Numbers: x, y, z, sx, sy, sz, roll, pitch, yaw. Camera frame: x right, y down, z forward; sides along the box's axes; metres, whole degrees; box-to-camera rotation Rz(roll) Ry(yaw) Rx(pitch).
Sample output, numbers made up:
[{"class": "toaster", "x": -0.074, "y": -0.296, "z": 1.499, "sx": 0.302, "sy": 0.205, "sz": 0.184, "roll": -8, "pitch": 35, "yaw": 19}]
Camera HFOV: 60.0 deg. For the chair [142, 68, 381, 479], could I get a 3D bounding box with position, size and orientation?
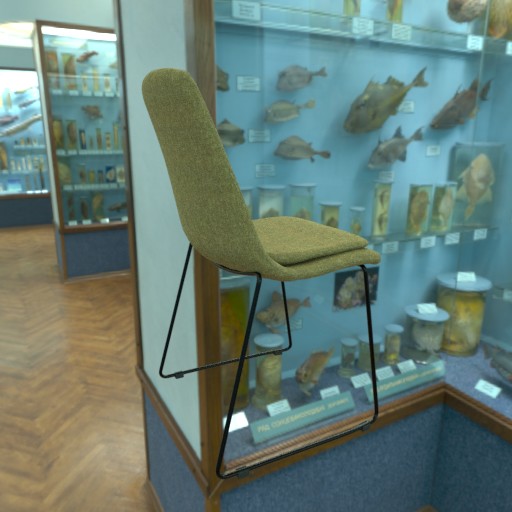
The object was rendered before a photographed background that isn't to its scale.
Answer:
[{"class": "chair", "x": 0.000, "y": 0.000, "z": 1.128, "sx": 0.496, "sy": 0.849, "sz": 0.479, "roll": -7, "pitch": 17, "yaw": -26}]
